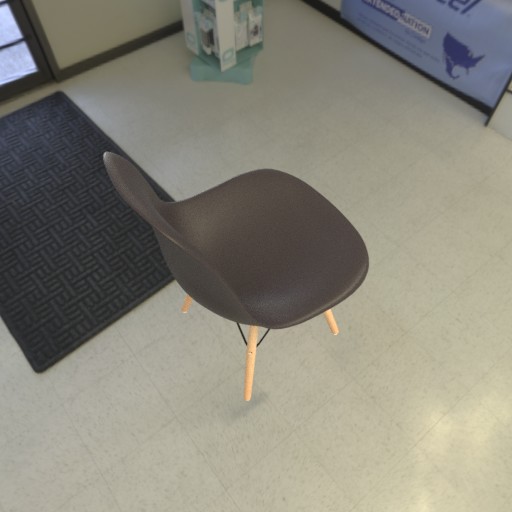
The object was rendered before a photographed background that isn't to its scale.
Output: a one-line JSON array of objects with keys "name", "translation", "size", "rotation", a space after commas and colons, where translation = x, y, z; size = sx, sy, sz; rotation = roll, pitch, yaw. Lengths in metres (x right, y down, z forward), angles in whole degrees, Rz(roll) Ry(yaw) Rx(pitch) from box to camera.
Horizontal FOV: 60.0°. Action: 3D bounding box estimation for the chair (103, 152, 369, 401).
[{"name": "chair", "translation": [0.000, 0.000, 1.132], "size": [0.533, 0.825, 0.470], "rotation": [-31, 62, -19]}]
